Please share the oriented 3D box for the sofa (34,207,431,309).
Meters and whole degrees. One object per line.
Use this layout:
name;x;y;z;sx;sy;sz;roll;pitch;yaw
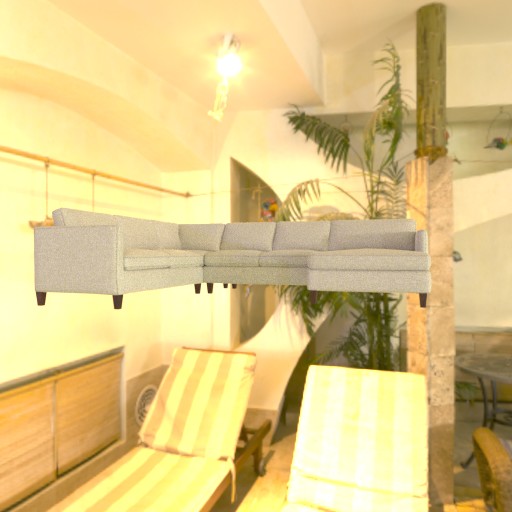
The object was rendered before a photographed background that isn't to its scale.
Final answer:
sofa;0.000;0.000;4.605;3.403;0.889;2.551;0;0;18
